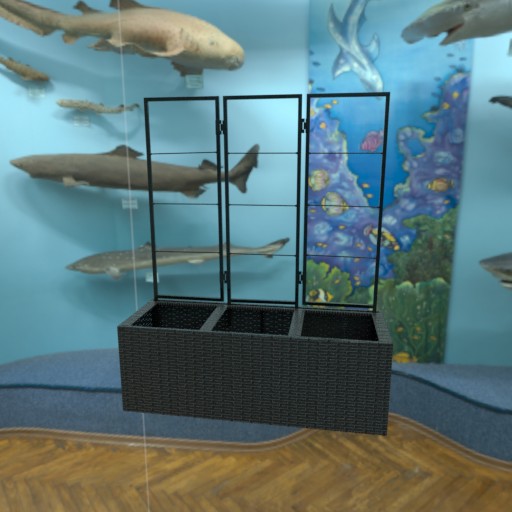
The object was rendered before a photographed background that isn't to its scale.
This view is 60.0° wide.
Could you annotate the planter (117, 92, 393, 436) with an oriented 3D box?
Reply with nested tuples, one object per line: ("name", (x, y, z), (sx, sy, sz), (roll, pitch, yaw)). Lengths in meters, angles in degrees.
("planter", (0.000, 0.000, 1.180), (0.699, 0.841, 0.244), (2, 12, 9))
